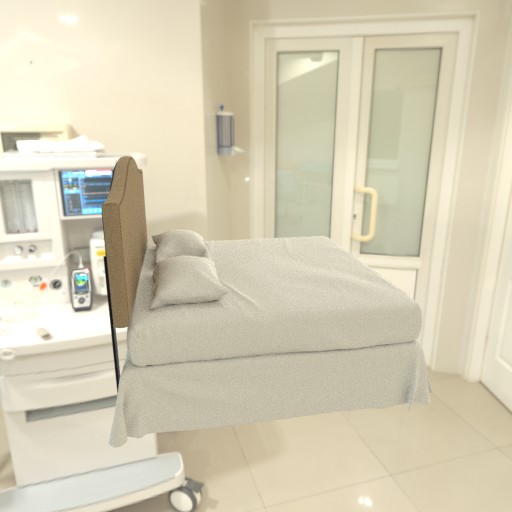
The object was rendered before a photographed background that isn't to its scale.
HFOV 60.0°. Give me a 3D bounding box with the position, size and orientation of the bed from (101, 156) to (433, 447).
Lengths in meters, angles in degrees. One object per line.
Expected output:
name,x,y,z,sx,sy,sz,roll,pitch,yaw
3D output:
bed,0.000,0.000,3.707,2.222,1.651,2.311,-3,17,-10
